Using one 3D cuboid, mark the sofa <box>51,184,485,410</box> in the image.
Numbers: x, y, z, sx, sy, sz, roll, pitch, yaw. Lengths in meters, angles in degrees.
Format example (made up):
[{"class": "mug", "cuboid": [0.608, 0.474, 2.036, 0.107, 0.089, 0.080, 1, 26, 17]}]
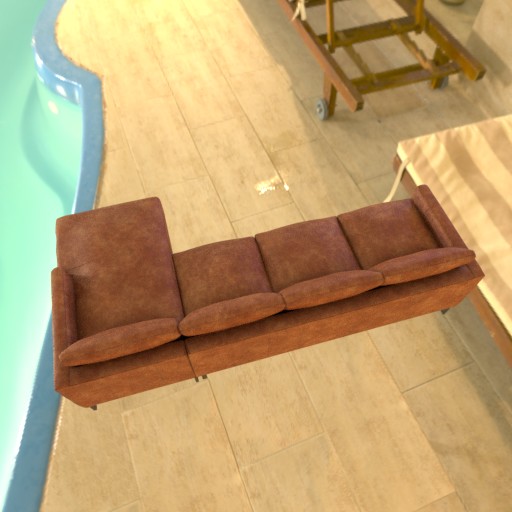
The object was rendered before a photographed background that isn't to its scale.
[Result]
[{"class": "sofa", "cuboid": [0.000, 0.000, 3.472, 2.993, 0.859, 1.471, -13, 59, -8]}]
